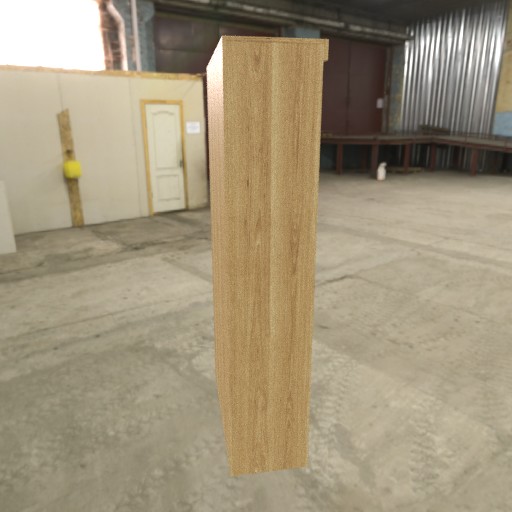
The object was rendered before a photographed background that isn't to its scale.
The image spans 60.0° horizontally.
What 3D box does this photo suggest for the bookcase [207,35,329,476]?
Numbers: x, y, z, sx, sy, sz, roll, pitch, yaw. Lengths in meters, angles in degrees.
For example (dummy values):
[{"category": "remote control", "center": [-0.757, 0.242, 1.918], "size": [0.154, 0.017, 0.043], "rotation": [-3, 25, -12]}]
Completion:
[{"category": "bookcase", "center": [0.000, 0.000, 2.433], "size": [0.420, 2.020, 0.950], "rotation": [-3, 16, -9]}]
